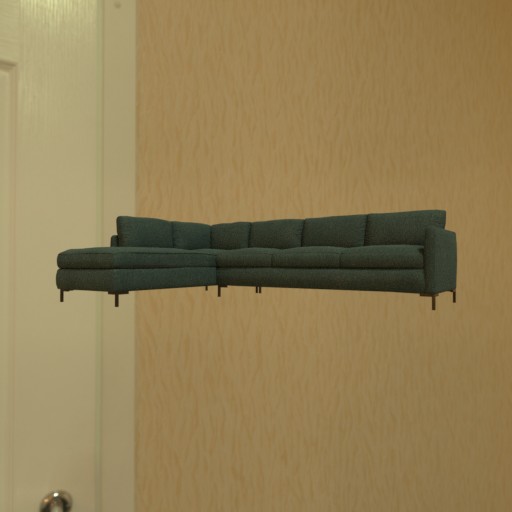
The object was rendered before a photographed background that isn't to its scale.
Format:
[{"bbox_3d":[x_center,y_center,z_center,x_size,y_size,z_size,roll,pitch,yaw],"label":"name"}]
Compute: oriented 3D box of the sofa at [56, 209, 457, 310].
[{"bbox_3d":[0.000,0.000,3.881,2.949,0.815,2.007,-1,-1,35],"label":"sofa"}]
